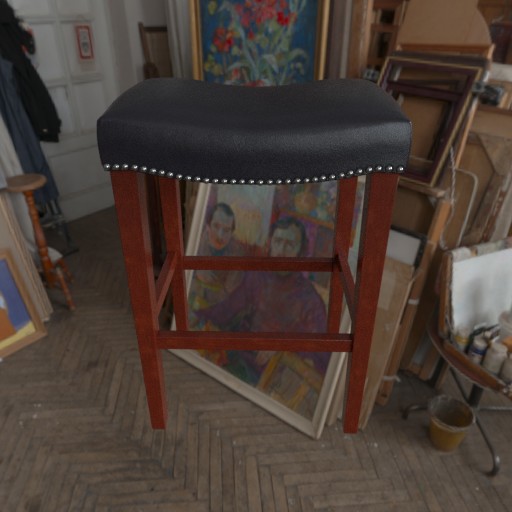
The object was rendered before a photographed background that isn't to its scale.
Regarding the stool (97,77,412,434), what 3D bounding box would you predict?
[{"bbox_3d":[0.000,0.000,1.009,0.504,0.742,0.372,1,30,1],"label":"stool"}]
